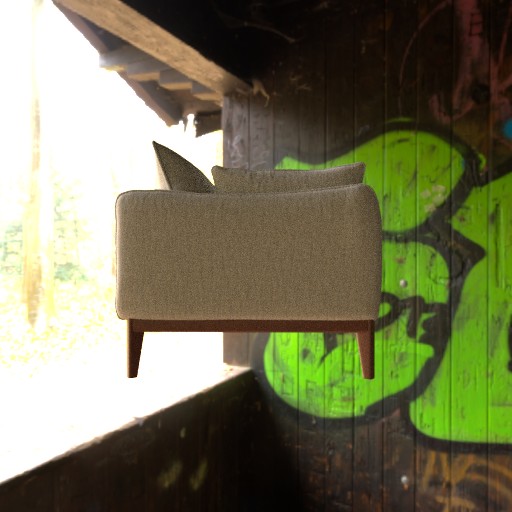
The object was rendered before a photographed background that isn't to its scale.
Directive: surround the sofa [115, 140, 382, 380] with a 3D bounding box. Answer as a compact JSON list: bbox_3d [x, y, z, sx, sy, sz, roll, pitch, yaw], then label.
[{"bbox_3d":[0.000,0.000,2.507,0.991,0.860,1.989,0,0,1],"label":"sofa"}]
